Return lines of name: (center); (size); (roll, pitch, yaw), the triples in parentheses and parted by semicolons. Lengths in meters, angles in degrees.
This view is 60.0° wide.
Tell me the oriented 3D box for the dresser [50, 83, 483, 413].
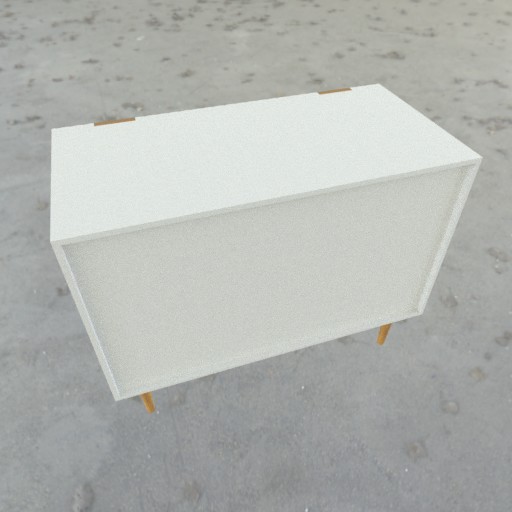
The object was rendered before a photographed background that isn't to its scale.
dresser: (0.000, 0.000, 1.276); (0.905, 0.721, 0.457); (-13, 44, -14)
